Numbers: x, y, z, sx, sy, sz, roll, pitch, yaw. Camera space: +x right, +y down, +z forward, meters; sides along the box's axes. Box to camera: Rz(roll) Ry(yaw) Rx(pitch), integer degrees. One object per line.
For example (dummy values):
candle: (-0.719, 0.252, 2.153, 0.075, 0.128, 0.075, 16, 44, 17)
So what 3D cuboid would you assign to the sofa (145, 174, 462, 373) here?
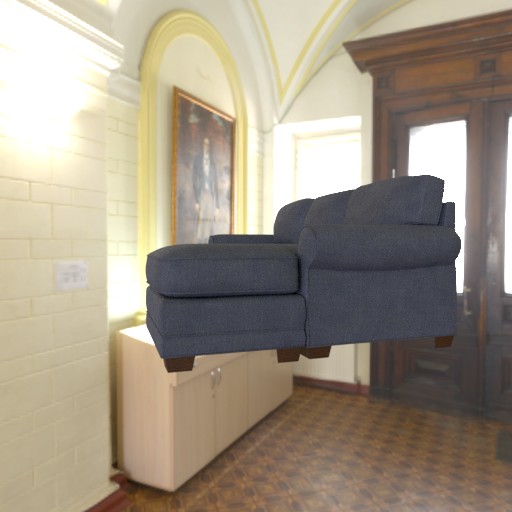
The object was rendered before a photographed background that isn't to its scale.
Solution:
sofa: (0.000, 0.000, 3.505, 1.780, 1.063, 2.567, 0, 1, -18)
